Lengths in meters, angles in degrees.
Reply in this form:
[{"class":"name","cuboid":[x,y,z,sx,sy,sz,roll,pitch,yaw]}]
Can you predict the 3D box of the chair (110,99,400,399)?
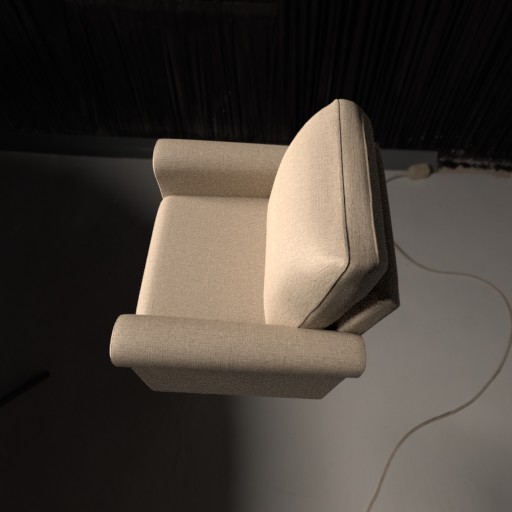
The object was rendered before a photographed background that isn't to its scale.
[{"class":"chair","cuboid":[0.000,0.000,2.283,1.180,1.349,1.275,2,59,1]}]
